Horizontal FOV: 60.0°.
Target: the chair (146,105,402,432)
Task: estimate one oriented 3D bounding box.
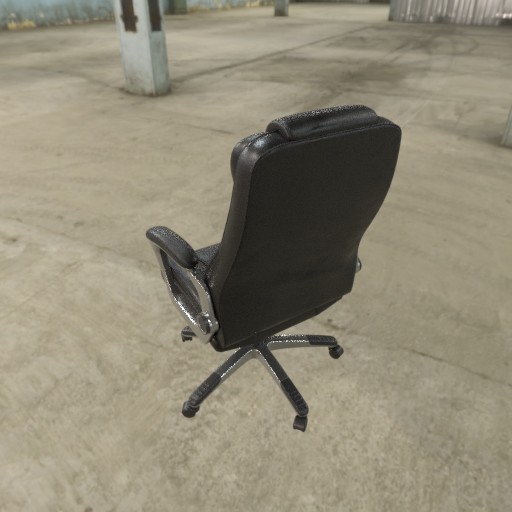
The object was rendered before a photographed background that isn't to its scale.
[{"bbox_3d":[0.000,0.000,1.510,0.697,1.075,0.689,-19,36,-28],"label":"chair"}]
